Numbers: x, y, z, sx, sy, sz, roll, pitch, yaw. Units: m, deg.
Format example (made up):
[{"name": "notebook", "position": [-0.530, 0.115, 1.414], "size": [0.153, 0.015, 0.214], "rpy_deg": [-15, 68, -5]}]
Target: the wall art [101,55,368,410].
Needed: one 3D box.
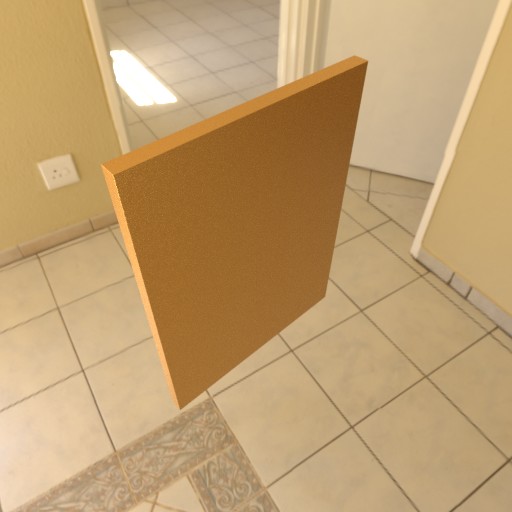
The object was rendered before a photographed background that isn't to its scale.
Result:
[{"name": "wall art", "position": [0.000, 0.000, 1.109], "size": [0.610, 0.812, 0.038], "rpy_deg": [-33, 55, -27]}]
